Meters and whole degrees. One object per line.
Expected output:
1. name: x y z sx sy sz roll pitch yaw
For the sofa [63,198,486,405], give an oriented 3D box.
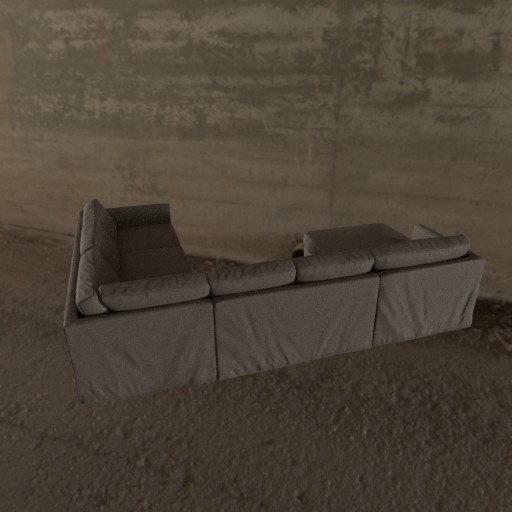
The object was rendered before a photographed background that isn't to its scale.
1. sofa: 0.000 0.000 4.548 3.528 0.878 2.476 -8 26 -16
